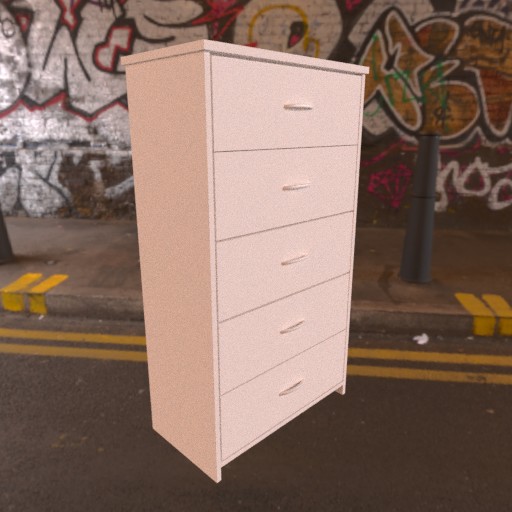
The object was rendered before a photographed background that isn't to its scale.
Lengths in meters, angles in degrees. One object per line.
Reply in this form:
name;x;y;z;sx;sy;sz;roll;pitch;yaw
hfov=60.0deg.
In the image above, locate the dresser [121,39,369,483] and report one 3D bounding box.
dresser;0.000;0.000;1.554;0.704;1.255;0.399;-15;22;-42
